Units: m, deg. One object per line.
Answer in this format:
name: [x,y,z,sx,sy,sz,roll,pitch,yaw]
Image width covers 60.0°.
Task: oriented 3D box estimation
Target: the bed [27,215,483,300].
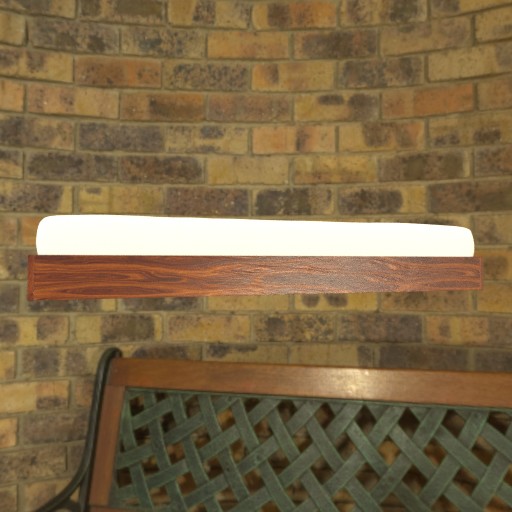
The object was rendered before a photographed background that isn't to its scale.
bed: [0.000,0.000,2.178,1.860,0.312,0.940,0,-1,-17]
